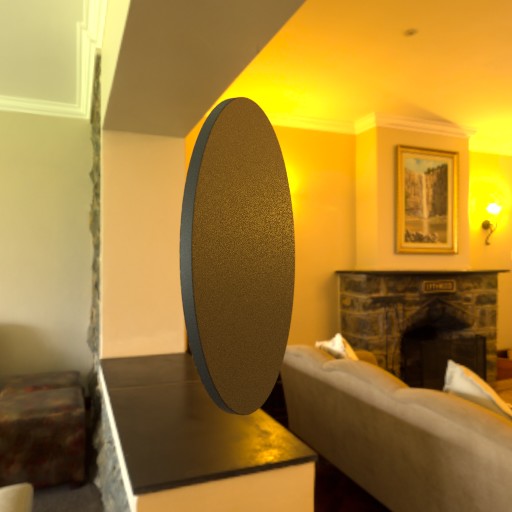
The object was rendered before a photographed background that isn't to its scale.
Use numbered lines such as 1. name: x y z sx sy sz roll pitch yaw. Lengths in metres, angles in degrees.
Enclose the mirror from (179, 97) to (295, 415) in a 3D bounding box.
1. mirror: 0.000 0.000 1.588 0.036 1.077 1.077 0 -1 18
